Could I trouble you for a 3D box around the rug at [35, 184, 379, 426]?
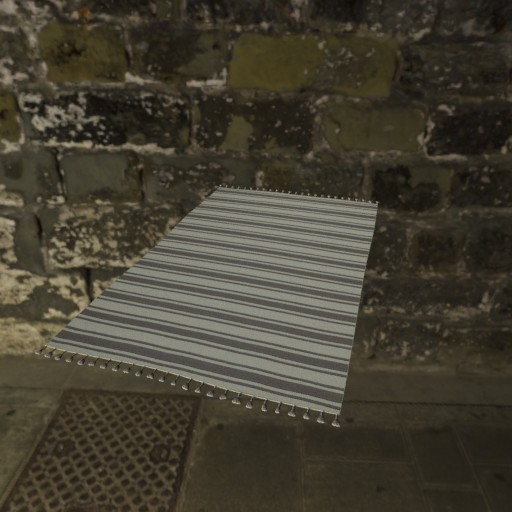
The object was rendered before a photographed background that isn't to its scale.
[{"bbox_3d":[0.000,0.000,2.498,1.229,0.011,2.096,9,30,15],"label":"rug"}]
